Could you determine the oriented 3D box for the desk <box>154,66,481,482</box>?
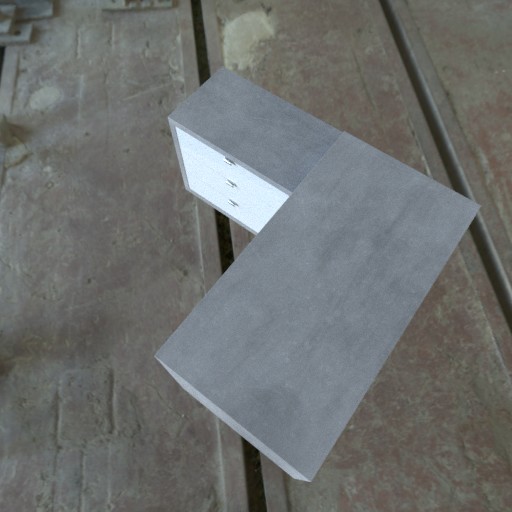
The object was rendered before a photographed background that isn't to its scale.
[{"bbox_3d":[0.000,0.000,2.237,1.500,0.740,1.400,34,69,15],"label":"desk"}]
